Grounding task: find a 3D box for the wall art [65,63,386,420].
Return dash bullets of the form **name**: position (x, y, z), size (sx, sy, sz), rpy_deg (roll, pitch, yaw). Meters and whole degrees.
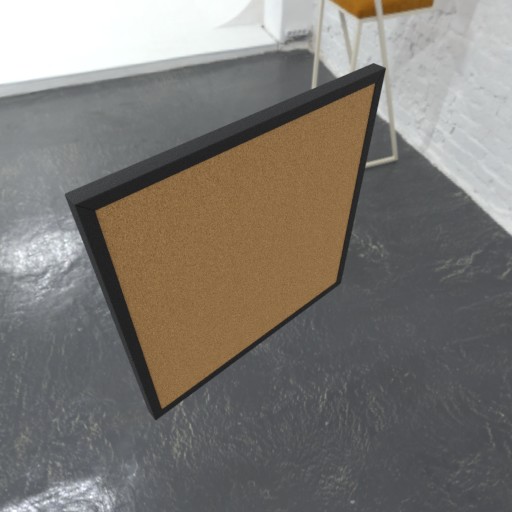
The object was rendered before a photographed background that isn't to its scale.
- **wall art**: position (0.000, 0.000, 1.132), size (0.763, 0.763, 0.037), rpy_deg (-32, 54, -27)
